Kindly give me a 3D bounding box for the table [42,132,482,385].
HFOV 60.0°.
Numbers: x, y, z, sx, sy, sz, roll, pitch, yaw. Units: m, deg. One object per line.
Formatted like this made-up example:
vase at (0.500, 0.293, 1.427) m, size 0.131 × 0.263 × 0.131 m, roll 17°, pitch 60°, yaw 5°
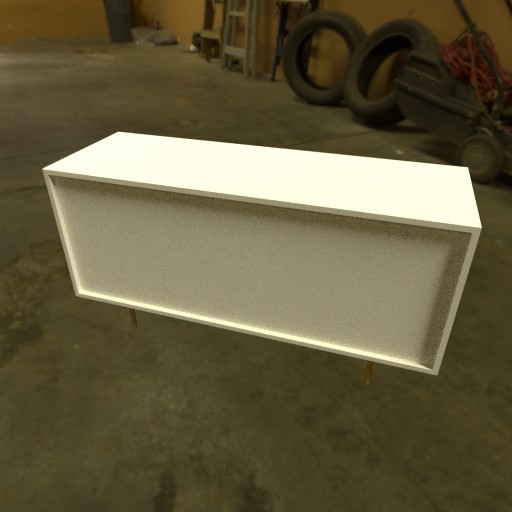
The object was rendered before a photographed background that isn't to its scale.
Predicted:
table at (0.000, 0.000, 1.852) m, size 1.500 × 0.769 × 0.508 m, roll 10°, pitch 33°, yaw 15°
